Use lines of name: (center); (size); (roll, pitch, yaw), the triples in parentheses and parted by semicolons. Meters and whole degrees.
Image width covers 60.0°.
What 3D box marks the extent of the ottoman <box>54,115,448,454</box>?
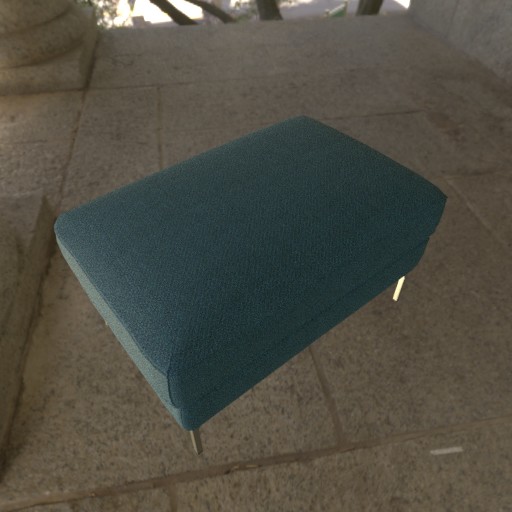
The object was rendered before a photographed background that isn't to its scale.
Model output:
ottoman: (0.000, 0.000, 1.211); (0.856, 0.498, 0.563); (-30, 52, -27)
